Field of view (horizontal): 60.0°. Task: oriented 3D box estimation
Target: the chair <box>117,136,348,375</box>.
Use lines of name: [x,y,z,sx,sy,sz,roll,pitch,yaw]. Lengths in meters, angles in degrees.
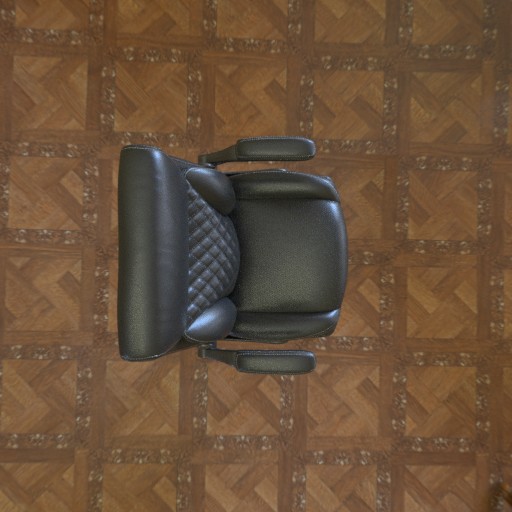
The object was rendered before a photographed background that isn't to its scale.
chair: [0.000,0.000,1.620,0.724,1.110,0.782,0,89,-2]
